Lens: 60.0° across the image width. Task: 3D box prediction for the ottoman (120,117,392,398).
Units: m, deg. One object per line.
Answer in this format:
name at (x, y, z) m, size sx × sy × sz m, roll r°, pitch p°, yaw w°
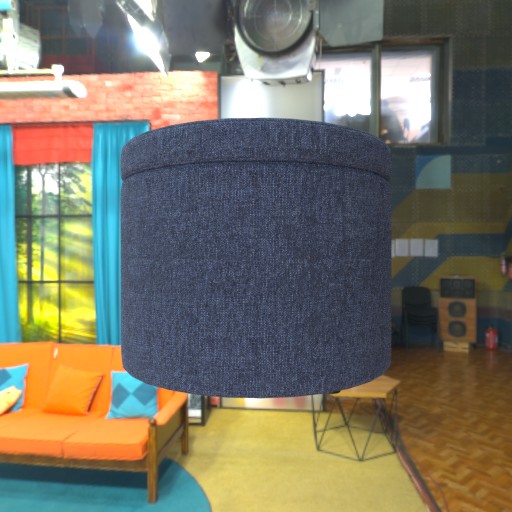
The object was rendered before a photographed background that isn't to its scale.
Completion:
ottoman at (0.000, 0.000, 0.854) m, size 0.500 × 0.419 × 0.500 m, roll 0°, pitch 0°, yaw 0°
